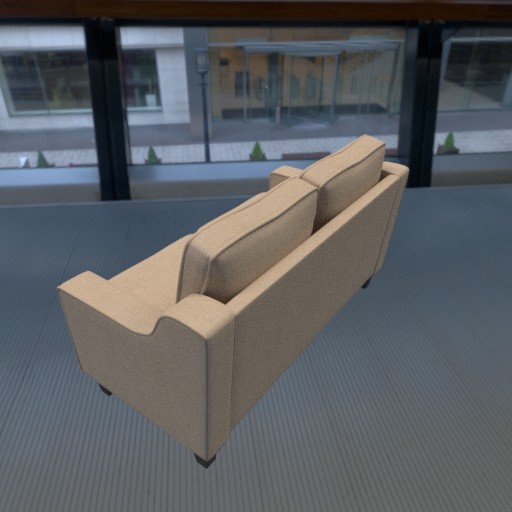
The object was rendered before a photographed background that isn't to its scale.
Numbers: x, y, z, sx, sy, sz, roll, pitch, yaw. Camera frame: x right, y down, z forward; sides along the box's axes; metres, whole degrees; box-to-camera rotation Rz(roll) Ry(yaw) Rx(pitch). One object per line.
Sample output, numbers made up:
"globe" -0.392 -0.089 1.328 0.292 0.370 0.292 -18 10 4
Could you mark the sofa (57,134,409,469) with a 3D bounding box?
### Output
"sofa" 0.000 0.000 3.463 1.351 1.562 2.587 22 38 30
